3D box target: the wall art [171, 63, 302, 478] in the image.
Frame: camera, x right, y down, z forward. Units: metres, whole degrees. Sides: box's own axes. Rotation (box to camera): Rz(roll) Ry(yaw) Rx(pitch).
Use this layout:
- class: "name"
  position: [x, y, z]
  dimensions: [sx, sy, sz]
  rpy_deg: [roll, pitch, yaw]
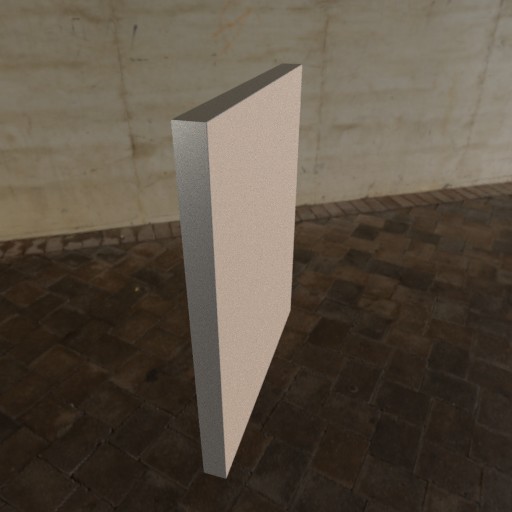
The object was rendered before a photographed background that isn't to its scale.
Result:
- class: "wall art"
  position: [0.000, 0.000, 0.749]
  dimensions: [0.038, 0.549, 0.452]
  rpy_deg: [9, 31, 14]
